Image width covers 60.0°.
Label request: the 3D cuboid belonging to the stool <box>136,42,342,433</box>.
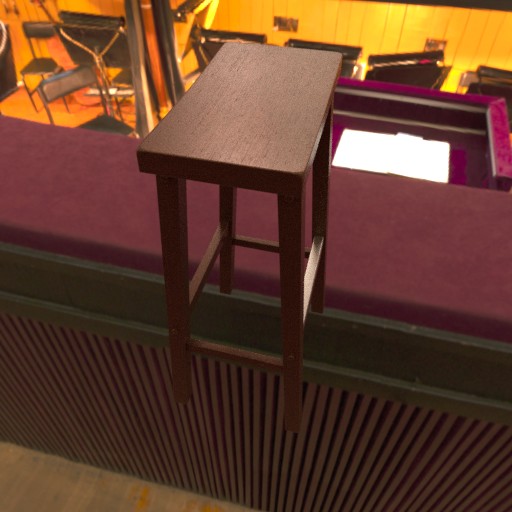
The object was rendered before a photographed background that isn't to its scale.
[{"bbox_3d":[0.000,0.000,0.972,0.322,0.742,0.406,11,46,10],"label":"stool"}]
